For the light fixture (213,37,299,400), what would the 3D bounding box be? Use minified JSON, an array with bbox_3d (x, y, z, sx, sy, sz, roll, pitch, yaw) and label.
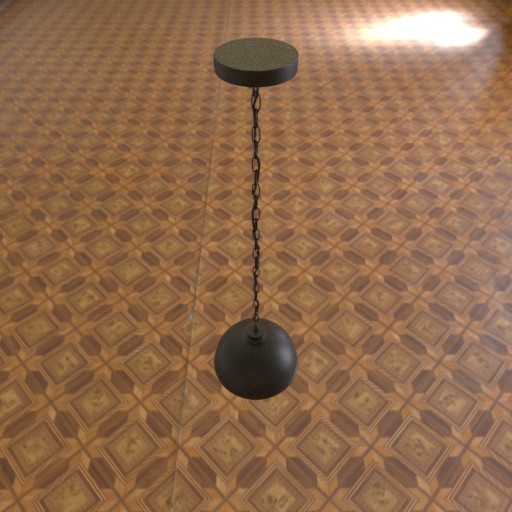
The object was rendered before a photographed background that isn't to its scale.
[{"bbox_3d":[0.000,0.000,1.222,0.304,1.090,0.304,9,46,9],"label":"light fixture"}]
